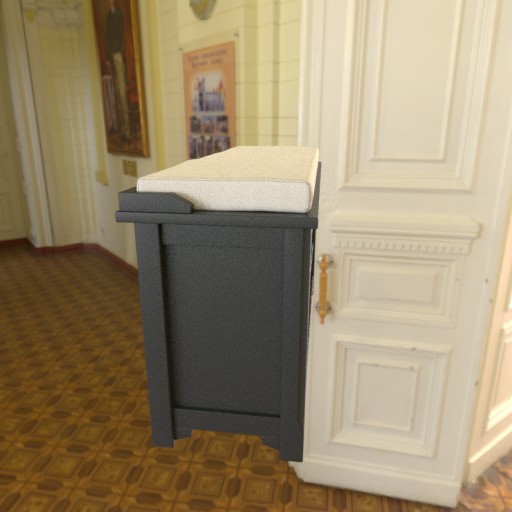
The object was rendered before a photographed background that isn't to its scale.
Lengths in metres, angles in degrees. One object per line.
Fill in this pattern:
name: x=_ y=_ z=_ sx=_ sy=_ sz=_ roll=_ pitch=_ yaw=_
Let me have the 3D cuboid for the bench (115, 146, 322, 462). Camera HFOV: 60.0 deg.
bench: x=0.000 y=0.000 z=1.257 sx=0.345 sy=0.561 sz=0.973 roll=2 pitch=17 yaw=8
